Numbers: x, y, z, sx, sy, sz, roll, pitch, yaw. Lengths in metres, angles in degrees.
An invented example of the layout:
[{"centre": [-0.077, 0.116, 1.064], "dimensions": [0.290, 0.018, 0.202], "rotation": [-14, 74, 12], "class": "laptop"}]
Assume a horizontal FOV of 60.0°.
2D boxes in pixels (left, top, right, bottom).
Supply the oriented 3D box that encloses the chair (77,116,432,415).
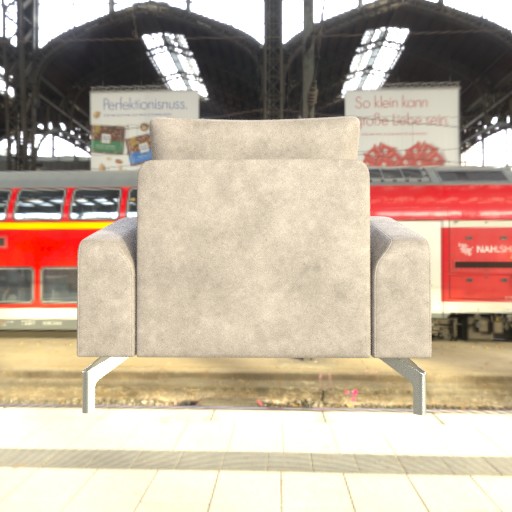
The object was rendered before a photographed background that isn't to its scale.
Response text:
[{"centre": [0.000, 0.000, 1.551], "dimensions": [0.900, 0.800, 0.900], "rotation": [0, -1, 1], "class": "chair"}]
